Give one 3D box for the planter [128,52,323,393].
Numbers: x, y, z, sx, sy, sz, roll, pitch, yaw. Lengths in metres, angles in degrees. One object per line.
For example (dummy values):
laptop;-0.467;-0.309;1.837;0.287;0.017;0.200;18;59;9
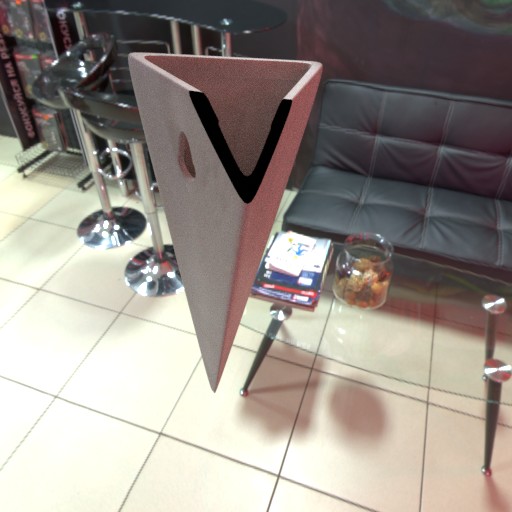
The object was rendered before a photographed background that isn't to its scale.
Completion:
planter;0.000;0.000;0.156;0.047;0.130;0.058;-27;48;-27
